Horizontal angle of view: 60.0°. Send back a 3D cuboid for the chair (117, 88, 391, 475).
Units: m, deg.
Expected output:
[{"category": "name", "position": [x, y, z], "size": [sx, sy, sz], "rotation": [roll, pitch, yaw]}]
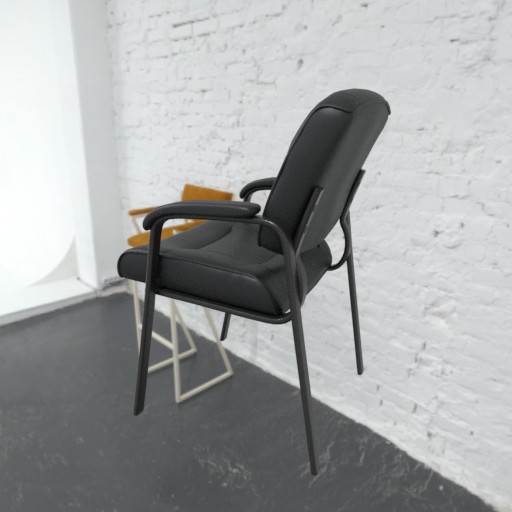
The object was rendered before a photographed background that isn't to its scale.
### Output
[{"category": "chair", "position": [0.000, 0.000, 1.311], "size": [0.668, 0.910, 0.591], "rotation": [8, 19, 24]}]
